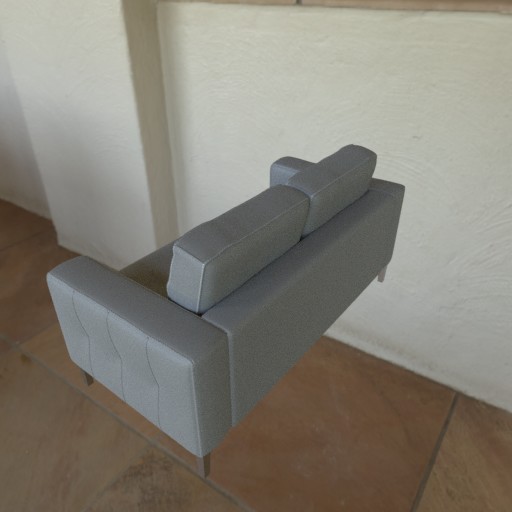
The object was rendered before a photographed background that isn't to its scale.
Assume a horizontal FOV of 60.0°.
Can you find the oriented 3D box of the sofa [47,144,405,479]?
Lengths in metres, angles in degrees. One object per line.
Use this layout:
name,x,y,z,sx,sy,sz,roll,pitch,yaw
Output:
sofa,0.000,0.000,2.198,0.833,0.893,1.726,22,38,31
